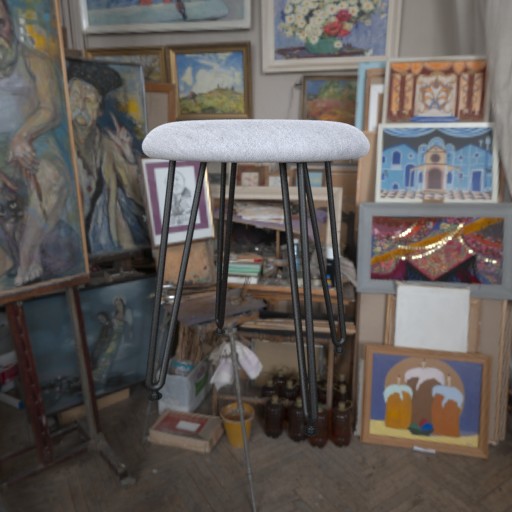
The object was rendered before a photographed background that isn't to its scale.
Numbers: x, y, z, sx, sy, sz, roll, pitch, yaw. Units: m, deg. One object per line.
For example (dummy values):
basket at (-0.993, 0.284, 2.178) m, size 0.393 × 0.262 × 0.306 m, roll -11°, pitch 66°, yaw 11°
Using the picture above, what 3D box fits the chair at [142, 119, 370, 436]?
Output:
chair at (0.000, 0.000, 0.661) m, size 0.350 × 0.386 × 0.350 m, roll -7°, pitch 17°, yaw -25°
